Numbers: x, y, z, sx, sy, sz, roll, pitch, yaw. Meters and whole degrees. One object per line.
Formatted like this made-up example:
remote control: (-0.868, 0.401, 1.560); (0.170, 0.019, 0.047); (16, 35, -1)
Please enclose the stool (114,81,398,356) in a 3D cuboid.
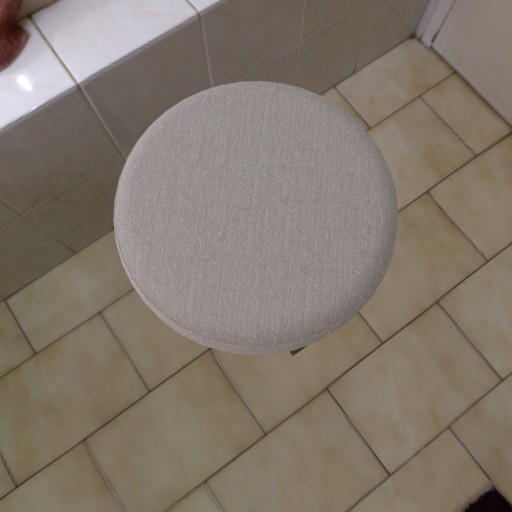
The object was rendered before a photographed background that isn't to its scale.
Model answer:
stool: (0.000, 0.000, 0.960); (0.443, 0.672, 0.443); (0, 75, 0)
